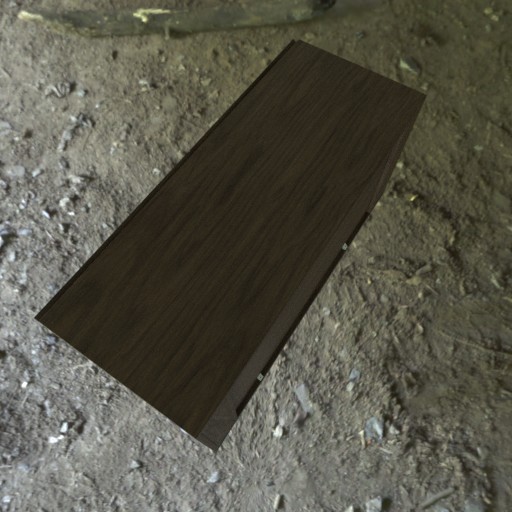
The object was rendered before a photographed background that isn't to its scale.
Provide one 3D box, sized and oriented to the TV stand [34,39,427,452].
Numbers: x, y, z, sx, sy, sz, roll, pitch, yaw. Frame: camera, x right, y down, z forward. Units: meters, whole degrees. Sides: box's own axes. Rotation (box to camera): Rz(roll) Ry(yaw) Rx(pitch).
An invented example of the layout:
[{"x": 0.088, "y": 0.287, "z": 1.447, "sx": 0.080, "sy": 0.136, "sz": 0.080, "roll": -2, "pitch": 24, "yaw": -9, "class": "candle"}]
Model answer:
[{"x": 0.000, "y": 0.000, "z": 1.305, "sx": 0.405, "sy": 0.660, "sz": 0.990, "roll": 31, "pitch": 67, "yaw": 14, "class": "TV stand"}]
